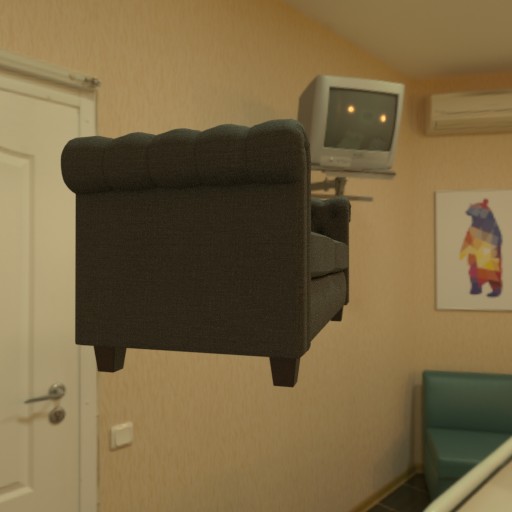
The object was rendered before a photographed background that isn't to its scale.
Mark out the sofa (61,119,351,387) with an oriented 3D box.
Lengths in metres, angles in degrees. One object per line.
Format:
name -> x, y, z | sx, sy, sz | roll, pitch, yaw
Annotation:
sofa -> 0.000, 0.000, 2.146 | 0.783, 0.797, 1.798 | 0, 0, 16
